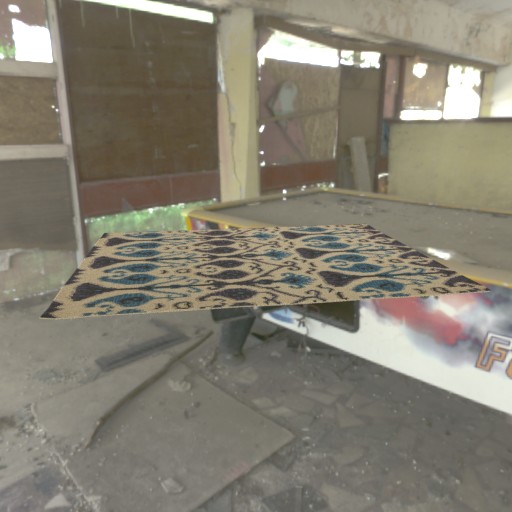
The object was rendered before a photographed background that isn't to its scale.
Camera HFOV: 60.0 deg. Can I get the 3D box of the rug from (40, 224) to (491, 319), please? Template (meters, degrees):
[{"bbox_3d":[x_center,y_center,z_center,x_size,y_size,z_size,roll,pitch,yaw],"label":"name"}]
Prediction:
[{"bbox_3d":[0.000,0.000,4.255,3.228,0.024,2.443,-3,16,-9],"label":"rug"}]
